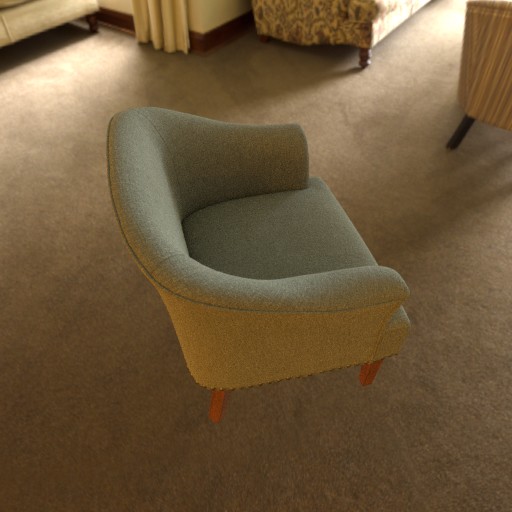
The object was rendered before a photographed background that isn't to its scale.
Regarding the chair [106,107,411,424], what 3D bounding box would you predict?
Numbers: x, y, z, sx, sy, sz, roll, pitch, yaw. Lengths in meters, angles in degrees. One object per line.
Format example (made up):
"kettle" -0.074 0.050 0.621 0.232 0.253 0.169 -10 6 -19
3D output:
"chair" 0.000 0.000 1.360 0.704 0.815 0.798 -11 48 -11
